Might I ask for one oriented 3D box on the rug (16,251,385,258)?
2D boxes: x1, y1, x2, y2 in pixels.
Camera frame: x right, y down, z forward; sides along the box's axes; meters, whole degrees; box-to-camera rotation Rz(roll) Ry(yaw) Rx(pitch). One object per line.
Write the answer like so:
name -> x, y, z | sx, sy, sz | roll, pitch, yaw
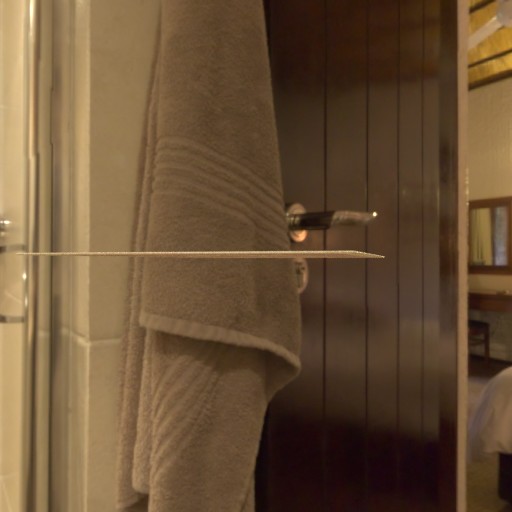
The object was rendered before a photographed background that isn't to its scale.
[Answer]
rug -> 0.000, 0.000, 1.058 | 0.556, 0.004, 0.868 | 0, -1, 19
